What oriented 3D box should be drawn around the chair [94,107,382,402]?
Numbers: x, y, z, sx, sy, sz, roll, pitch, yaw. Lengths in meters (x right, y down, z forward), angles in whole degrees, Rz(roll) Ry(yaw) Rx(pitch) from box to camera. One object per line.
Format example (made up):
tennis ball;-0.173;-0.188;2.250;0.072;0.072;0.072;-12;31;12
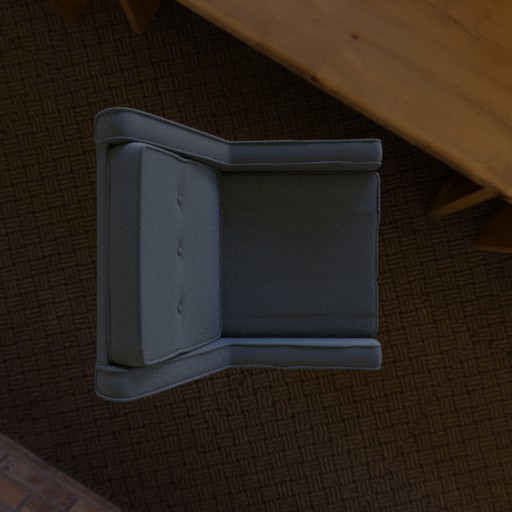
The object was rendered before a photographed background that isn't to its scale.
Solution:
chair;0.000;0.000;1.333;0.733;0.780;0.663;0;90;0
